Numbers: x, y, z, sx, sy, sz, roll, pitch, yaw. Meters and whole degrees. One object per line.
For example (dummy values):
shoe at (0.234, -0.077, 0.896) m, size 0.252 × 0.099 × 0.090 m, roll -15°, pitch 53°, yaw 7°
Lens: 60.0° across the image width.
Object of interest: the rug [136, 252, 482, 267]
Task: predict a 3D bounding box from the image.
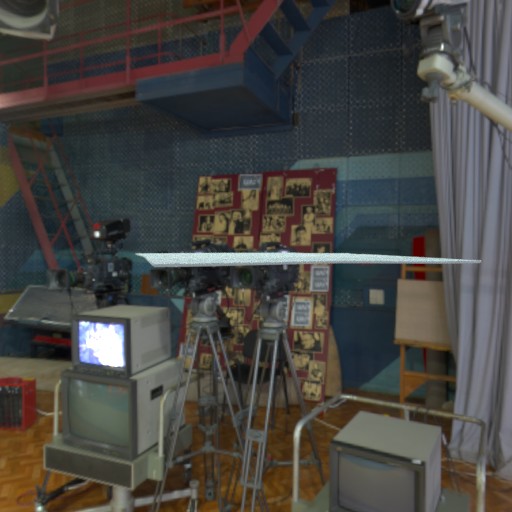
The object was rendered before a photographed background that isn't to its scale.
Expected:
rug at (0.000, 0.000, 2.326) m, size 1.174 × 0.022 × 1.853 m, roll 0°, pitch 1°, yaw -17°
